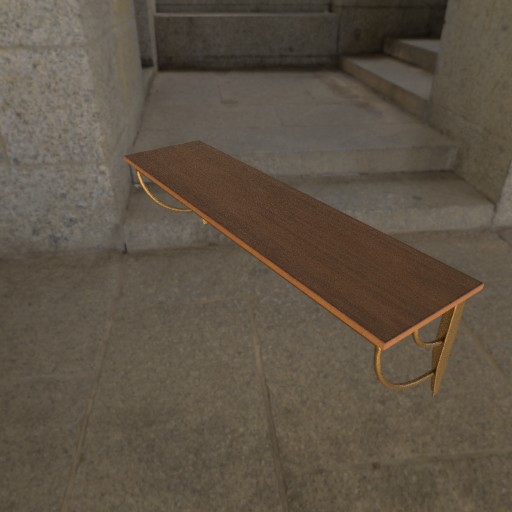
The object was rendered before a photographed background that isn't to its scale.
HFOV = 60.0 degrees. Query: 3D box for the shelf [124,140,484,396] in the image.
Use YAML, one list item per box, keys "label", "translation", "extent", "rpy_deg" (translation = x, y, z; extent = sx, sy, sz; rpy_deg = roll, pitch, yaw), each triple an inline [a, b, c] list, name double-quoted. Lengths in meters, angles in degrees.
- label: "shelf"
  translation: [0.000, 0.000, 0.719]
  extent: [0.166, 0.190, 0.636]
  rpy_deg: [-21, 38, -30]
